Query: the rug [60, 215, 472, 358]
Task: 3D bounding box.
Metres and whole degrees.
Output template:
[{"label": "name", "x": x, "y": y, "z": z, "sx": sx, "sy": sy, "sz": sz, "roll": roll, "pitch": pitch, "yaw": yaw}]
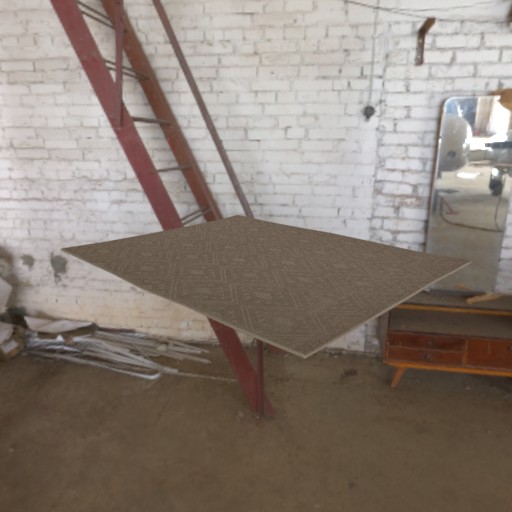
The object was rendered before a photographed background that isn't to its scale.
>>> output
[{"label": "rug", "x": 0.000, "y": 0.000, "z": 4.108, "sx": 3.011, "sy": 0.054, "sz": 2.399, "roll": 15, "pitch": 22, "yaw": 42}]
